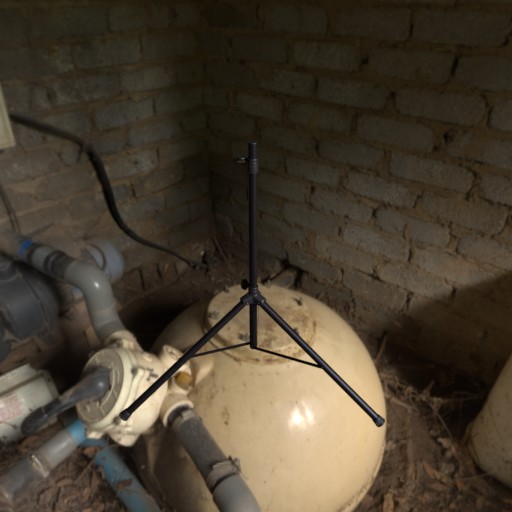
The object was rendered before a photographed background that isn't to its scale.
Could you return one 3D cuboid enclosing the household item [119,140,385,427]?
[{"bbox_3d":[0.000,0.000,2.796,1.596,1.595,1.339,1,32,2],"label":"household item"}]
